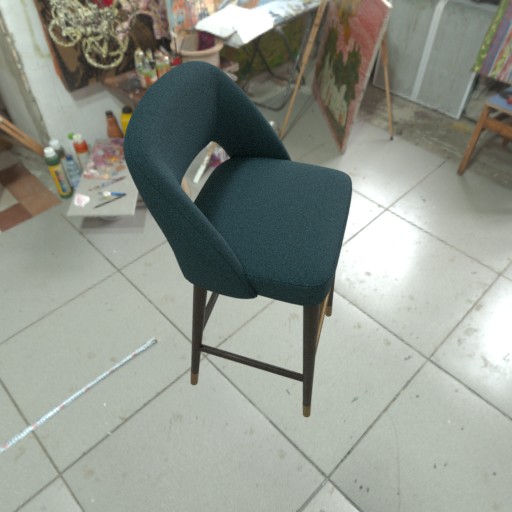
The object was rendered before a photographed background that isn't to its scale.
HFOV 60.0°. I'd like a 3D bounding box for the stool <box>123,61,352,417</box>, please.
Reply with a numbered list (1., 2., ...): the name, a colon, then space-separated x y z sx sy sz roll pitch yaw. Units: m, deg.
1. stool: 0.000 0.000 1.355 0.522 1.032 0.536 12 49 11
